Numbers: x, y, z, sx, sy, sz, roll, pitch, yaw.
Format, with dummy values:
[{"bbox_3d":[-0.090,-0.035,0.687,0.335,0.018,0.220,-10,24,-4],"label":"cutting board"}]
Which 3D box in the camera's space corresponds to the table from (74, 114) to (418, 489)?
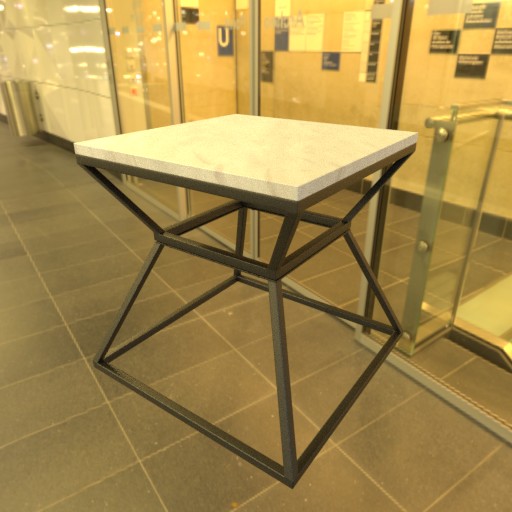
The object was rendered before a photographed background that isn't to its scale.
[{"bbox_3d":[0.000,0.000,0.820,0.455,0.431,0.455,17,30,32],"label":"table"}]
